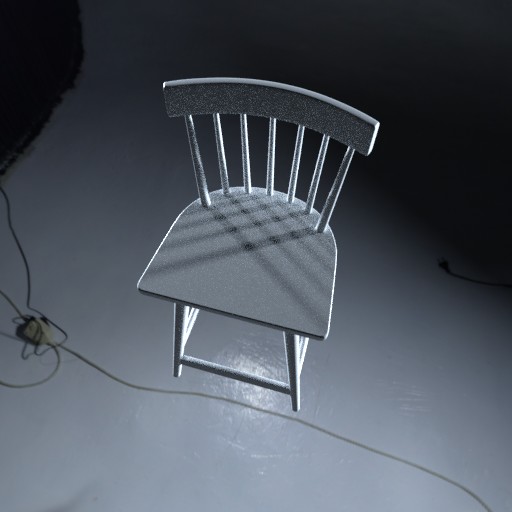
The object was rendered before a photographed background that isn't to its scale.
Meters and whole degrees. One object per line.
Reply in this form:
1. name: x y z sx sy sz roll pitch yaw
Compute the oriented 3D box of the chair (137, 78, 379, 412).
1. chair: 0.000 0.000 1.293 0.483 0.952 0.572 13 59 8
